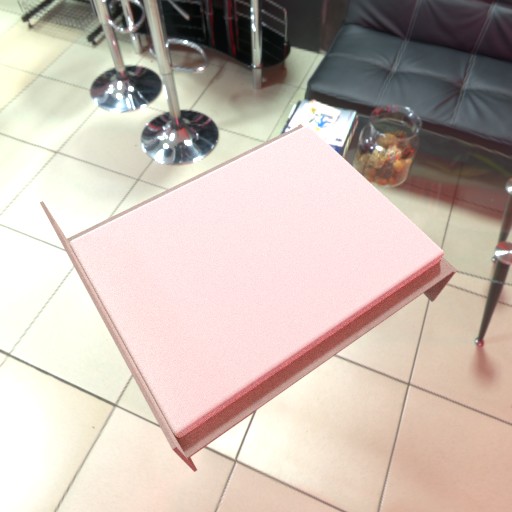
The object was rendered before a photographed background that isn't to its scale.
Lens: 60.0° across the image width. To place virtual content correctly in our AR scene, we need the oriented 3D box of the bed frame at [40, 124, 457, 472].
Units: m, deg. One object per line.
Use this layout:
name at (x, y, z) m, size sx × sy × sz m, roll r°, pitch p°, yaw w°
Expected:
bed frame at (0.000, 0.000, 2.869) m, size 1.960 × 0.800 × 1.622 m, roll -30°, pitch 63°, yaw -17°
